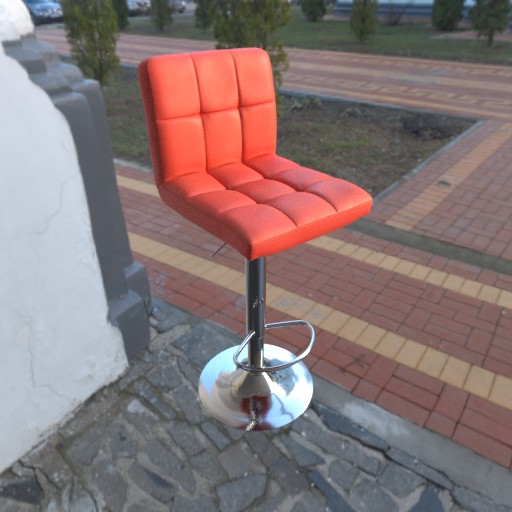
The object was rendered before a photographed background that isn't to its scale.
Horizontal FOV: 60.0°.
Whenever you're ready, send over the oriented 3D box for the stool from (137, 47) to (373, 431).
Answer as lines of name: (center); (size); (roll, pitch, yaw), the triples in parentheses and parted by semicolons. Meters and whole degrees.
stool: (0.000, 0.000, 1.365); (0.430, 1.115, 0.505); (-21, 37, -31)
